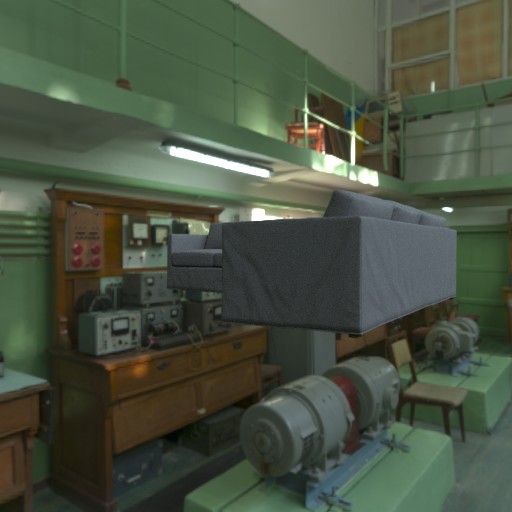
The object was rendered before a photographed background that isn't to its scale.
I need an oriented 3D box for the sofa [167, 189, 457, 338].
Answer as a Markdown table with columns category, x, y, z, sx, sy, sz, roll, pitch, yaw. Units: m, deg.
| category | x | y | z | sx | sy | sz | roll | pitch | yaw |
| --- | --- | --- | --- | --- | --- | --- | --- | --- | --- |
| sofa | 0.000 | 0.000 | 4.340 | 3.182 | 0.871 | 2.432 | 1 | 1 | 36 |
